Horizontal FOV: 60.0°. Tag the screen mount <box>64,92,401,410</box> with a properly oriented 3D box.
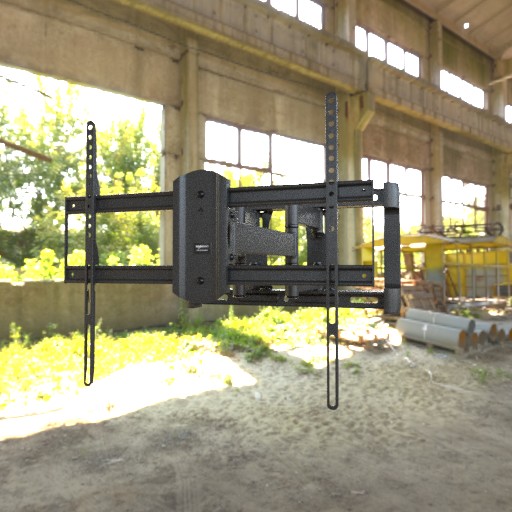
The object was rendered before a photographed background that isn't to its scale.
[{"bbox_3d":[0.000,0.000,0.911,0.571,0.424,0.556,0,-2,17],"label":"screen mount"}]
